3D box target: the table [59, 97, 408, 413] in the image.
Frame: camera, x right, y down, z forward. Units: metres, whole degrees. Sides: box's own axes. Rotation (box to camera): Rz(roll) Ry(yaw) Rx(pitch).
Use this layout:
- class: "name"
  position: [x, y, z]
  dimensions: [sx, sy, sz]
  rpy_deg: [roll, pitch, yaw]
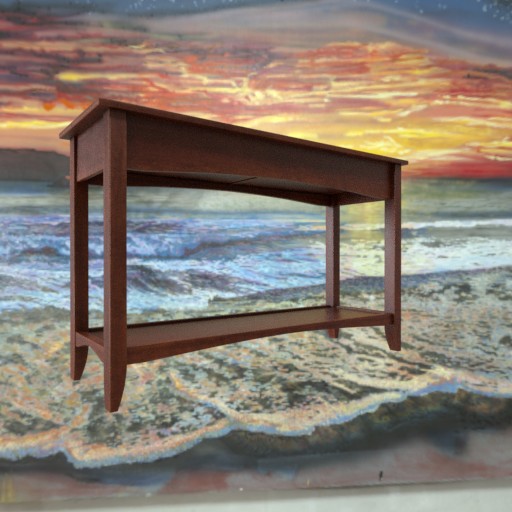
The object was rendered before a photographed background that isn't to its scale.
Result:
- class: "table"
  position: [0.000, 0.000, 1.531]
  dimensions: [1.188, 0.739, 0.392]
  rpy_deg: [0, 0, -36]
